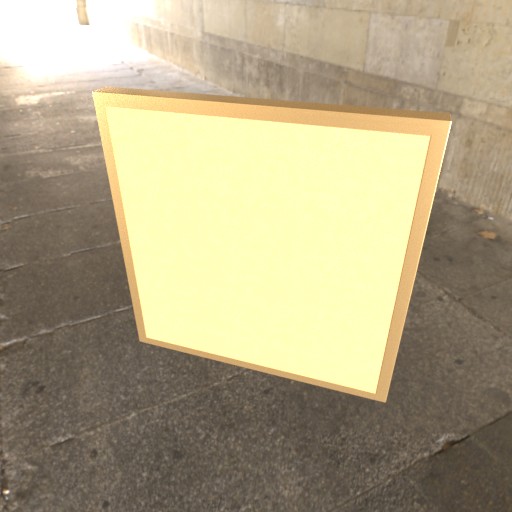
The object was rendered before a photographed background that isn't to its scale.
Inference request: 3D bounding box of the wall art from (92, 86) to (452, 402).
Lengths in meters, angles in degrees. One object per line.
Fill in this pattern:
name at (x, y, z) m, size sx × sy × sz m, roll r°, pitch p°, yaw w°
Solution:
wall art at (0.000, 0.000, 0.451) m, size 0.305 × 0.305 × 0.023 m, roll 10°, pitch 34°, yaw 15°
